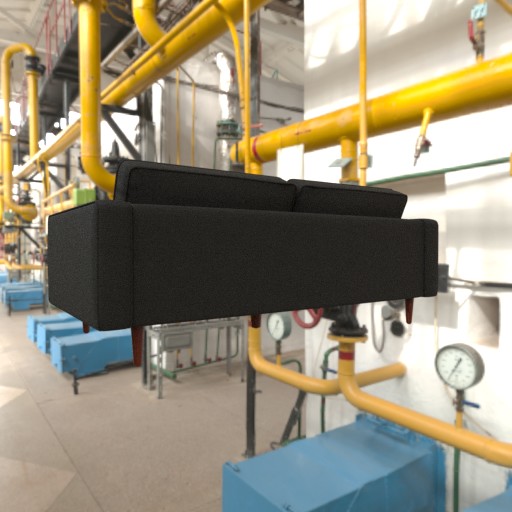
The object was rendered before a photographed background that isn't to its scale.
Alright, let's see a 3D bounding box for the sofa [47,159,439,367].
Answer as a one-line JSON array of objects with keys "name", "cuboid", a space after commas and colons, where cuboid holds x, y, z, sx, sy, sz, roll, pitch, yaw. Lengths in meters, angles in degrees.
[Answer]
[{"name": "sofa", "cuboid": [0.000, 0.000, 2.323, 1.875, 0.759, 0.914, -1, 1, -34]}]
